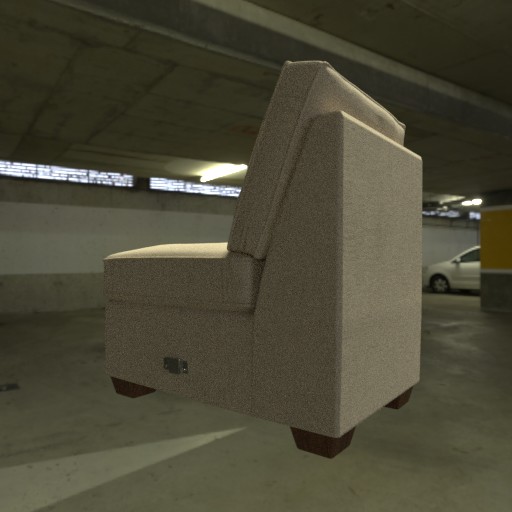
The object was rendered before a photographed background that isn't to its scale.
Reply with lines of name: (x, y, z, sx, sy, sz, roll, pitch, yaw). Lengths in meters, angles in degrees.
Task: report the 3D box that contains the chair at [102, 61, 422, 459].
chair: (0.000, 0.000, 1.516, 0.938, 0.970, 0.621, 0, 0, 37)
